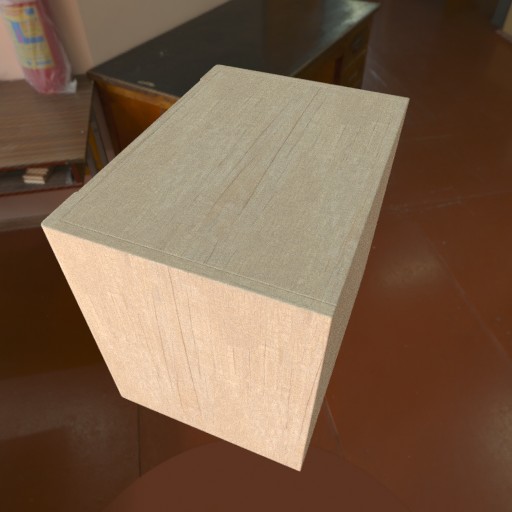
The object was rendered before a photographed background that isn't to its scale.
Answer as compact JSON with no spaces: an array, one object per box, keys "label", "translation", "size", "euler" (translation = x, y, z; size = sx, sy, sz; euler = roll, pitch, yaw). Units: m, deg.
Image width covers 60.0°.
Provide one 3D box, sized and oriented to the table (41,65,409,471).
[{"label":"table","translation":[0.000,0.000,0.924],"size":[0.420,0.510,0.570],"euler":[16,48,15]}]
